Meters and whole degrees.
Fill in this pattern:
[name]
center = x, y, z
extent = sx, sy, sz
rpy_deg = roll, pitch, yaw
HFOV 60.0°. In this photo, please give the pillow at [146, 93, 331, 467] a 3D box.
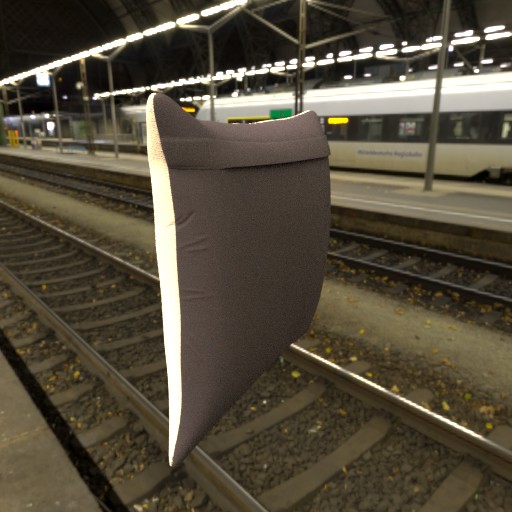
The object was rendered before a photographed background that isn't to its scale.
[pillow]
center = 0.000, 0.000, 0.624
extent = 0.173, 0.406, 0.405
rpy_deg = 8, 18, 27
